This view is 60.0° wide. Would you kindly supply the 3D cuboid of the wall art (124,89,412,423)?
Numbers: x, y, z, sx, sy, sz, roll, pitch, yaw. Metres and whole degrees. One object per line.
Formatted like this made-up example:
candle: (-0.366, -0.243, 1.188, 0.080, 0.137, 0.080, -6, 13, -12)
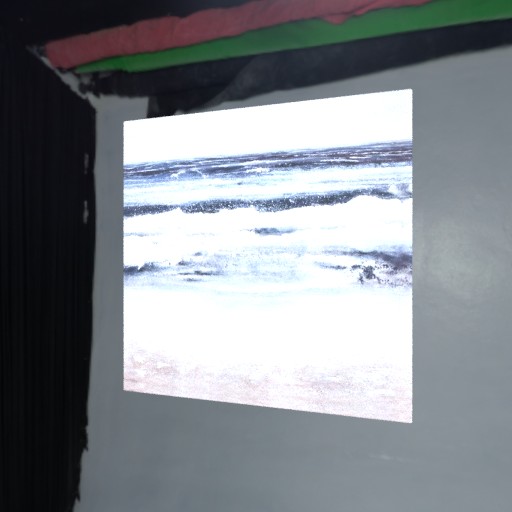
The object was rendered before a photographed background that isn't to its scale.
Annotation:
wall art: (0.000, 0.000, 1.137, 0.755, 0.747, 0.065, 0, 0, 19)
